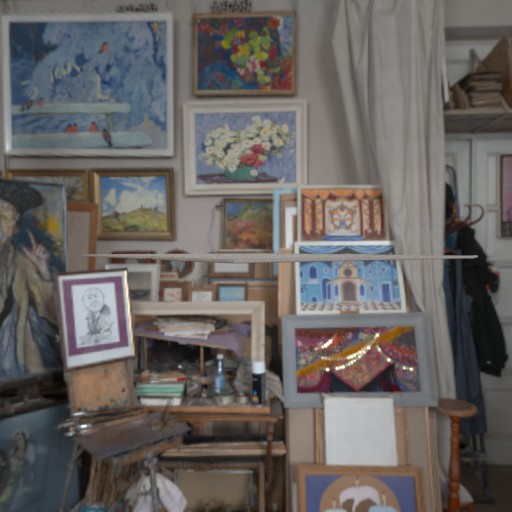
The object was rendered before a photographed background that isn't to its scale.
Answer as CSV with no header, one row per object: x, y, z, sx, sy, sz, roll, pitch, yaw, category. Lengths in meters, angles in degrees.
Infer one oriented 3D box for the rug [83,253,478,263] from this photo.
0.000,0.000,4.229,2.434,0.032,3.007,-1,1,-35,rug
